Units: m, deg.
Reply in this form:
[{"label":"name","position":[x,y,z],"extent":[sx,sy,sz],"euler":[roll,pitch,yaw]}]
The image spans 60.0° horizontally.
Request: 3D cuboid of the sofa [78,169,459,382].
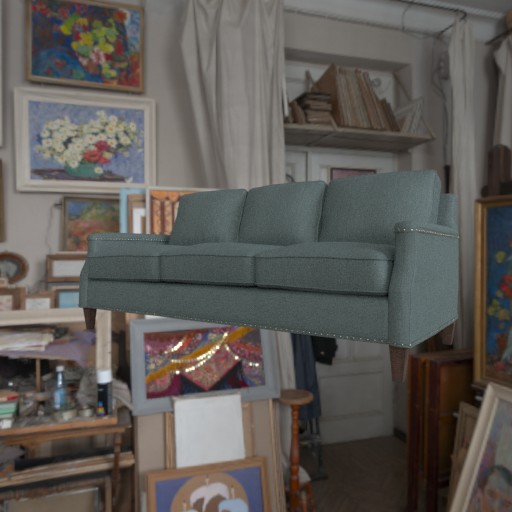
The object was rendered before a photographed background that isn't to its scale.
[{"label":"sofa","position":[0.000,0.000,2.803],"extent":[2.246,1.003,1.084],"euler":[0,1,35]}]
